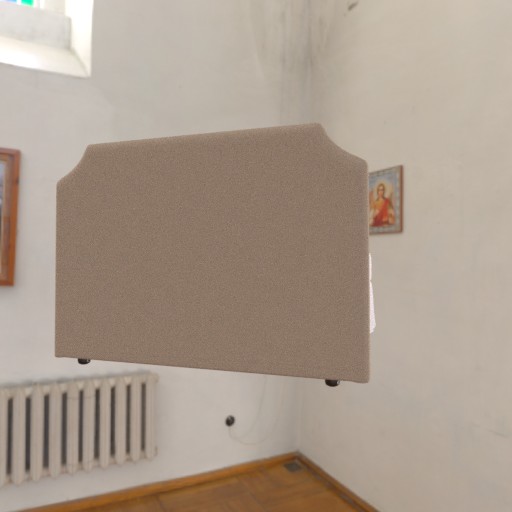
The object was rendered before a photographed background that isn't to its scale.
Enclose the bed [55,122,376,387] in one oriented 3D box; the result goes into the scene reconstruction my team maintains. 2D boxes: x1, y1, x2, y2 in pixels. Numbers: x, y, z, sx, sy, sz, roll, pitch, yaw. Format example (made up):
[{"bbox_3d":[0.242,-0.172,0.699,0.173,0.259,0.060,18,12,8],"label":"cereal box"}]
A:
[{"bbox_3d":[0.000,0.000,3.392,1.828,1.301,2.204,0,0,18],"label":"bed"}]
